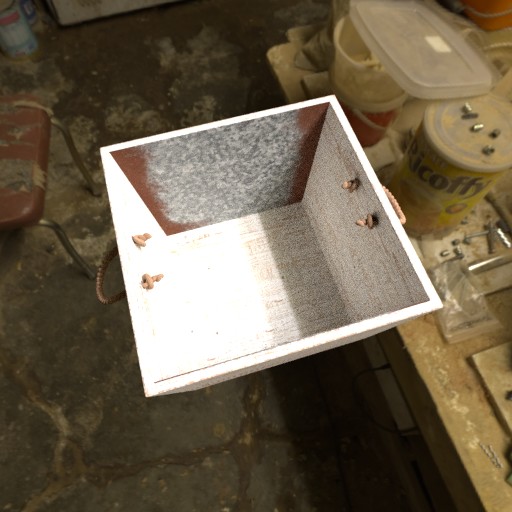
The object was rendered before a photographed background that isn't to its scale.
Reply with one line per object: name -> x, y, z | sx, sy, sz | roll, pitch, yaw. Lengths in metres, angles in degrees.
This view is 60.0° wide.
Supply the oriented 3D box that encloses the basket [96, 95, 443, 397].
basket -> 0.000, 0.000, 0.778 | 0.545, 0.247, 0.413 | -15, 65, -7
